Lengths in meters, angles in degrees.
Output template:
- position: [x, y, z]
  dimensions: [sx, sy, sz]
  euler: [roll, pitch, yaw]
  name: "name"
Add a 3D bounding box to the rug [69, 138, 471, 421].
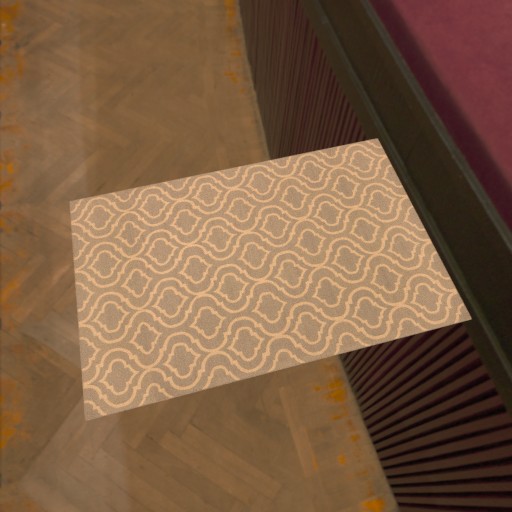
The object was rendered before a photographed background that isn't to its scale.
- position: [0.000, 0.000, 2.192]
  dimensions: [1.749, 0.015, 1.141]
  euler: [-13, 63, -7]
  name: "rug"
